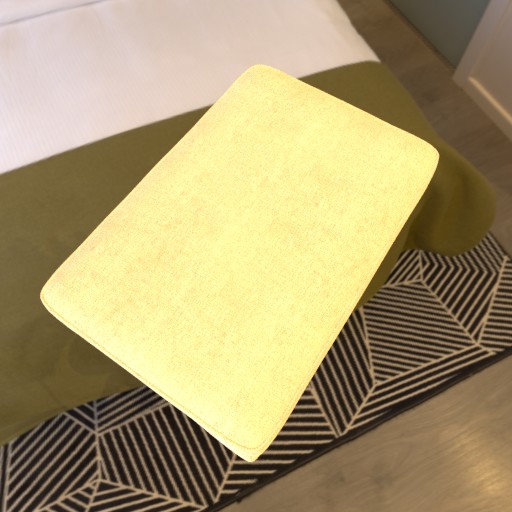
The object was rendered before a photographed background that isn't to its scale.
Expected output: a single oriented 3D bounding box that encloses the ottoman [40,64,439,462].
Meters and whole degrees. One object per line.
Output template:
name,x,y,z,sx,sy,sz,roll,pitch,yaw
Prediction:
ottoman,0.000,0.000,1.200,0.583,0.484,0.862,31,68,14
